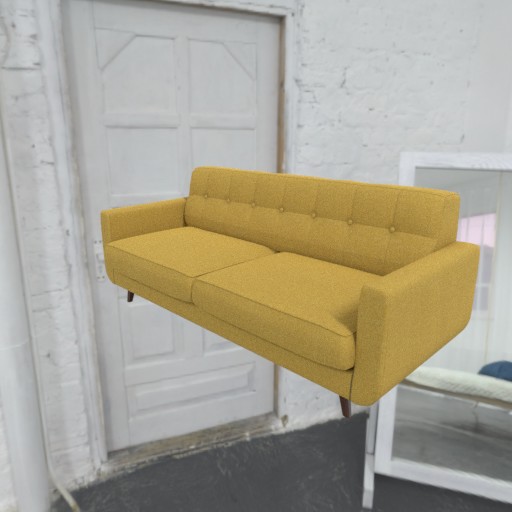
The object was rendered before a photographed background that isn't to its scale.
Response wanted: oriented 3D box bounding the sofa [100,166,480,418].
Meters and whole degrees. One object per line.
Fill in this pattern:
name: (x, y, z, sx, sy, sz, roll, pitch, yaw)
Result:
sofa: (0.000, 0.000, 2.453, 2.029, 0.841, 0.909, 16, 23, 42)
